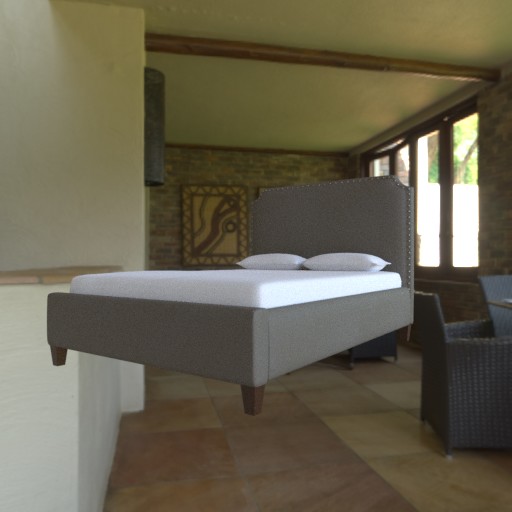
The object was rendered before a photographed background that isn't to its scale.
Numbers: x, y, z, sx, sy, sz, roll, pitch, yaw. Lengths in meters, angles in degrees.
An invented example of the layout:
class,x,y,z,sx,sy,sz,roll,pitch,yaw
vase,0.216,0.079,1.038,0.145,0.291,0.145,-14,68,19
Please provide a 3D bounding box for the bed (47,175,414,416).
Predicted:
class,x,y,z,sx,sy,sz,roll,pitch,yaw
bed,0.000,0.000,3.373,1.712,1.443,2.372,0,-1,36
